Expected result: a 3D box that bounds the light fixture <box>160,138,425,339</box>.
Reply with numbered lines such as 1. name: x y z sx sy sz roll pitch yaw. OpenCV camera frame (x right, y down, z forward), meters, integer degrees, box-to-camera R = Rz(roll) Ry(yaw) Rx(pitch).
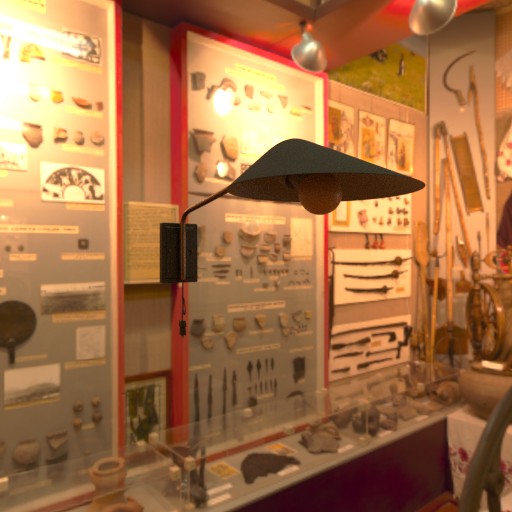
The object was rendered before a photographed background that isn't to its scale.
1. light fixture: 0.000 0.000 0.662 0.240 0.312 0.516 0 0 -37
